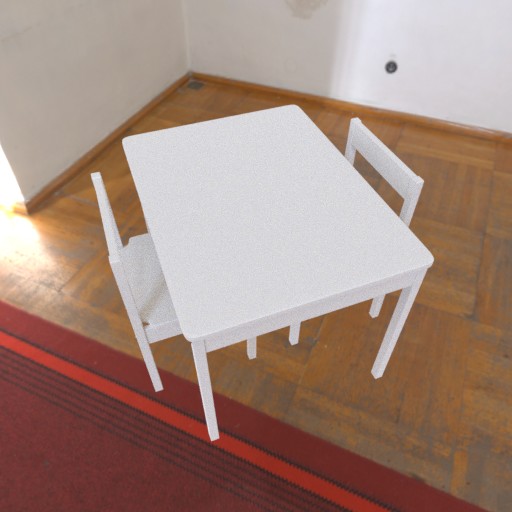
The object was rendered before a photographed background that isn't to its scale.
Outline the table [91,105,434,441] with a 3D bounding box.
[{"bbox_3d":[0.000,0.000,1.148,0.672,0.503,0.650,-16,49,-14],"label":"table"}]
